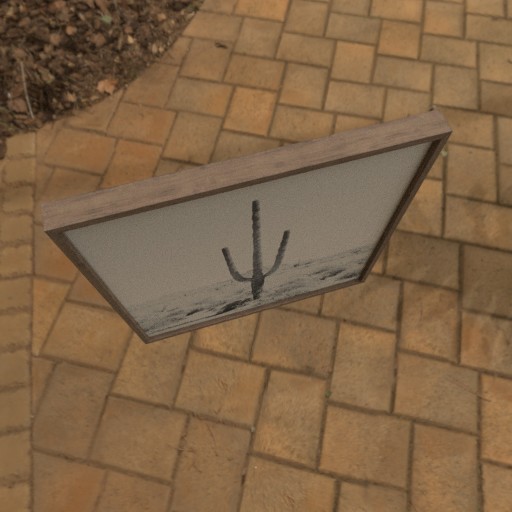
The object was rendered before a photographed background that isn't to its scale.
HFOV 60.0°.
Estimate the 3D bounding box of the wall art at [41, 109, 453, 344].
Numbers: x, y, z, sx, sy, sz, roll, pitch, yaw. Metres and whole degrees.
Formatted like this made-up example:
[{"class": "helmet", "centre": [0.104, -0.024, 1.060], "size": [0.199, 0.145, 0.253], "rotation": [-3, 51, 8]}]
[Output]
[{"class": "wall art", "centre": [0.000, 0.000, 0.766], "size": [0.508, 0.508, 0.038], "rotation": [-15, 65, -7]}]
